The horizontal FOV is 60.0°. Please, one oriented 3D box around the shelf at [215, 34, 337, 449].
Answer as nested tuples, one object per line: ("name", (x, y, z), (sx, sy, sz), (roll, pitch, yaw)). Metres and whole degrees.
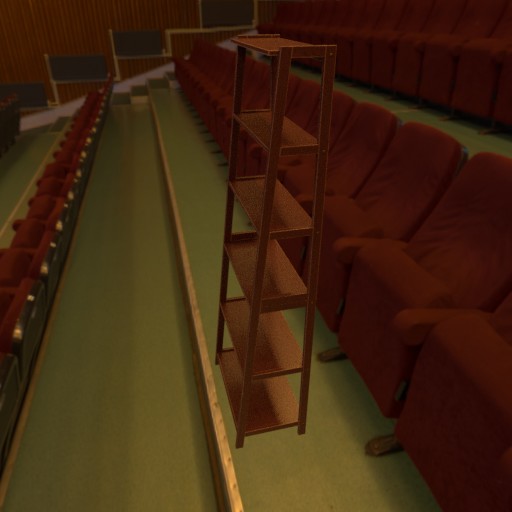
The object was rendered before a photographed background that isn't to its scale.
("shelf", (0.000, 0.000, 2.155), (0.381, 1.892, 0.660), (-7, 30, -12))
